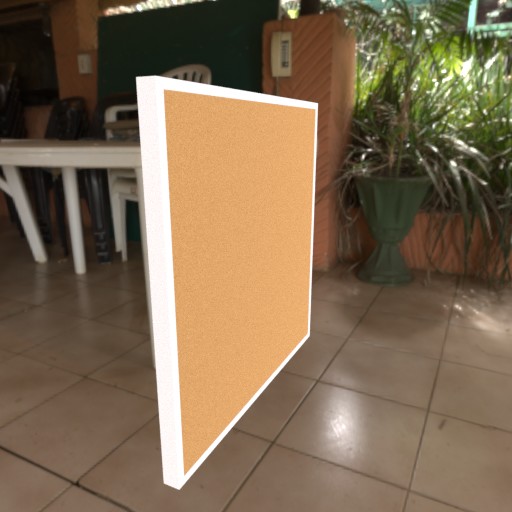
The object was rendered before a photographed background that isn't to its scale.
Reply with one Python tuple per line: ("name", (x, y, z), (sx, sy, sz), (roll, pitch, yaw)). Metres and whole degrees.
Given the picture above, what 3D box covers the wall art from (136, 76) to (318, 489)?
("wall art", (0.000, 0.000, 1.109), (0.038, 0.762, 0.762), (8, 17, 25))
